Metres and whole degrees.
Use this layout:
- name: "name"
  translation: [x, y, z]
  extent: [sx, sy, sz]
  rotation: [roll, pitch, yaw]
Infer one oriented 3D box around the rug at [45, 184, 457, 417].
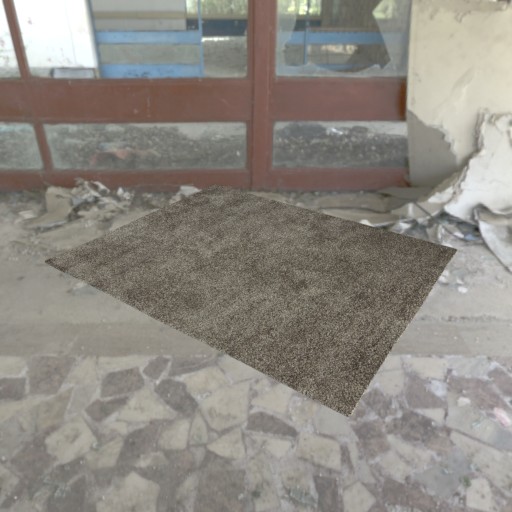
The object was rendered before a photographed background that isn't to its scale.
- name: "rug"
  translation: [0.000, 0.000, 4.114]
  extent: [3.000, 0.025, 2.401]
  rotation: [19, 35, 30]
